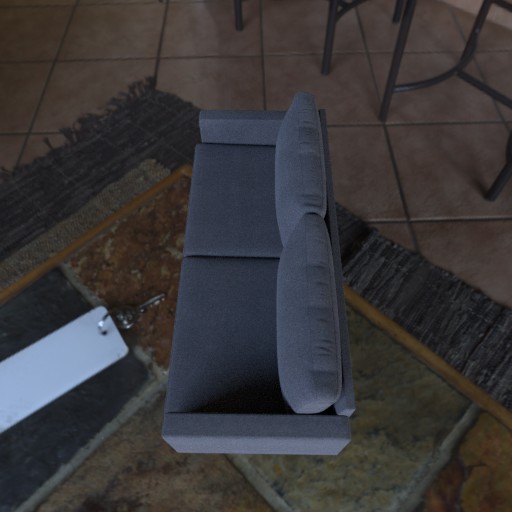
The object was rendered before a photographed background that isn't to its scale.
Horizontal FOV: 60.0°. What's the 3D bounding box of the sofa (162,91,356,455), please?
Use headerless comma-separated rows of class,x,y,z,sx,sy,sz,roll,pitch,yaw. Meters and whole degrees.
sofa,0.000,0.000,2.632,0.880,0.880,2.100,1,58,0
